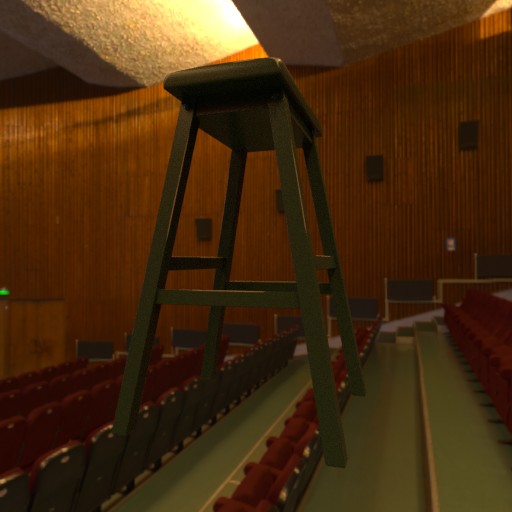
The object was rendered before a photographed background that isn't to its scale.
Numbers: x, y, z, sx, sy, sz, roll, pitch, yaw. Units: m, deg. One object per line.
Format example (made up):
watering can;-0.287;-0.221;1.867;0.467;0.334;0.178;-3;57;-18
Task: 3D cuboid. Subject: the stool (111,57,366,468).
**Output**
stool;0.000;0.000;1.057;0.476;0.737;0.457;0;-1;18
